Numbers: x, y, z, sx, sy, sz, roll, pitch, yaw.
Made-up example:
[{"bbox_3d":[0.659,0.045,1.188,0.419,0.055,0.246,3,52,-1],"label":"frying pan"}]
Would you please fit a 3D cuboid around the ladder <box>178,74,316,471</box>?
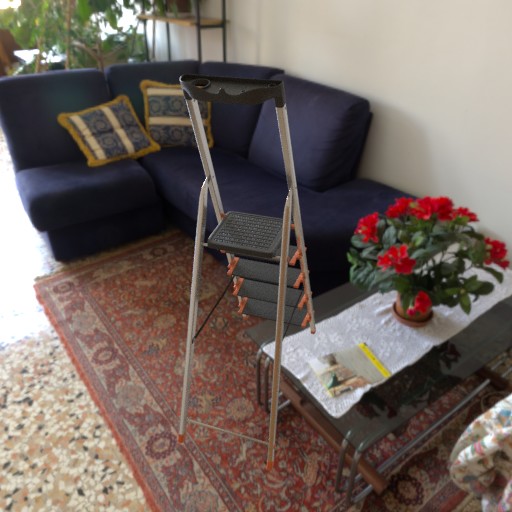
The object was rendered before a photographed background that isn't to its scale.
[{"bbox_3d":[0.000,0.000,2.043,0.480,1.646,0.995,10,34,15],"label":"ladder"}]
